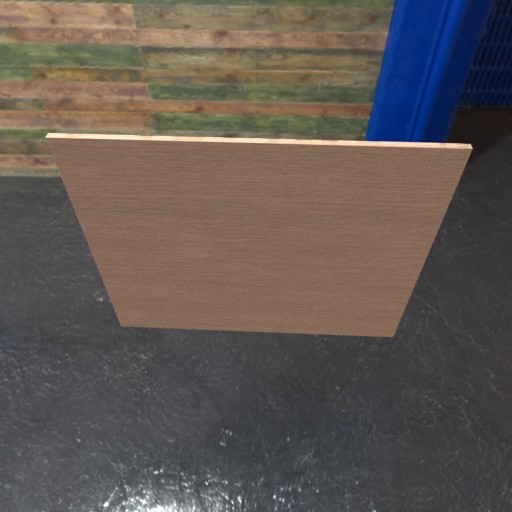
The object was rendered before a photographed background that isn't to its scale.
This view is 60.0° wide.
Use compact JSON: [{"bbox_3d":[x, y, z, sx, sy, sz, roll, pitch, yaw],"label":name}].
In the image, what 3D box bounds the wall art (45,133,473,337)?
[{"bbox_3d":[0.000,0.000,0.680,0.508,0.408,0.010,2,48,2],"label":"wall art"}]
